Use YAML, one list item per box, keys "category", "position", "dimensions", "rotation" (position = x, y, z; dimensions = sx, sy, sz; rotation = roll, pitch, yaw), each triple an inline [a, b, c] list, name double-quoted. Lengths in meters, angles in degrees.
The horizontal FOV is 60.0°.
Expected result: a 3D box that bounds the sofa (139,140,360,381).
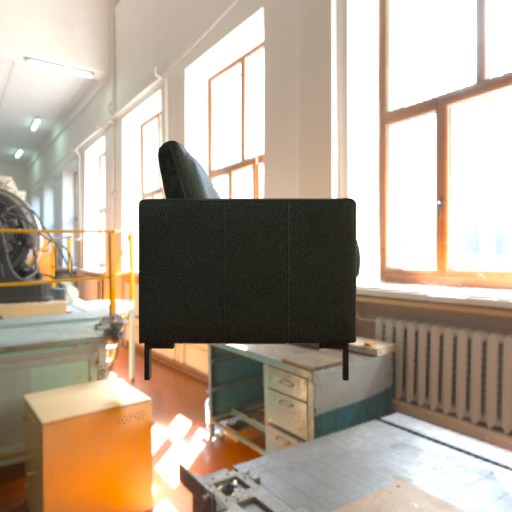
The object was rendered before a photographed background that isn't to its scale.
- category: "sofa"
  position: [0.000, 0.000, 2.395]
  dimensions: [0.748, 0.805, 2.029]
  rotation: [0, 0, 0]
